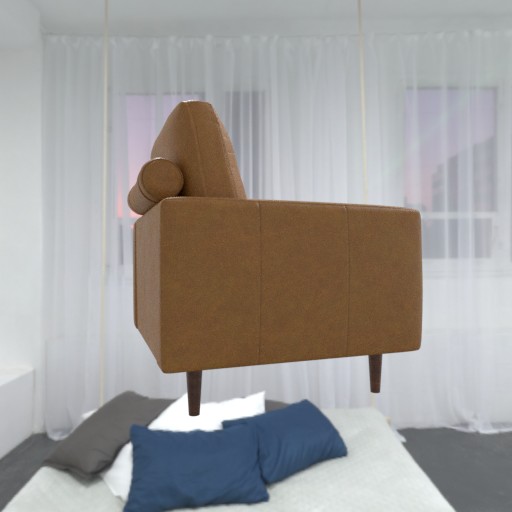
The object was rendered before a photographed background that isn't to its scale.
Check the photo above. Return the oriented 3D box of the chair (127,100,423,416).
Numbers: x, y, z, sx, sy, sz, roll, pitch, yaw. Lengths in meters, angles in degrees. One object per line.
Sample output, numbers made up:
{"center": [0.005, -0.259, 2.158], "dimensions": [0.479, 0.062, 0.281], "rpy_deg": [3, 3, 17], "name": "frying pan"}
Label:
{"center": [0.000, 0.000, 1.599], "dimensions": [0.868, 0.896, 0.831], "rpy_deg": [0, 0, -20], "name": "chair"}
